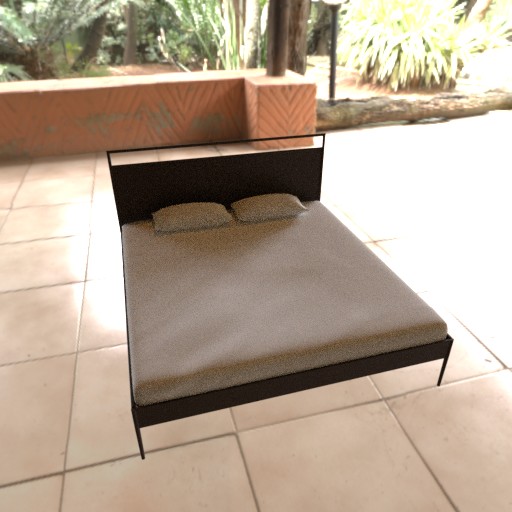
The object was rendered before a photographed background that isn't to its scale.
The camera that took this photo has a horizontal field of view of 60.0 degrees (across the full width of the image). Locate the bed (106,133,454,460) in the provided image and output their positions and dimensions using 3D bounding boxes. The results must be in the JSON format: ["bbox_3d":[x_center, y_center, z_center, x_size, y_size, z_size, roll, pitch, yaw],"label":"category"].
[{"bbox_3d":[0.000,0.000,3.366,1.993,1.173,2.151,-8,31,-14],"label":"bed"}]
